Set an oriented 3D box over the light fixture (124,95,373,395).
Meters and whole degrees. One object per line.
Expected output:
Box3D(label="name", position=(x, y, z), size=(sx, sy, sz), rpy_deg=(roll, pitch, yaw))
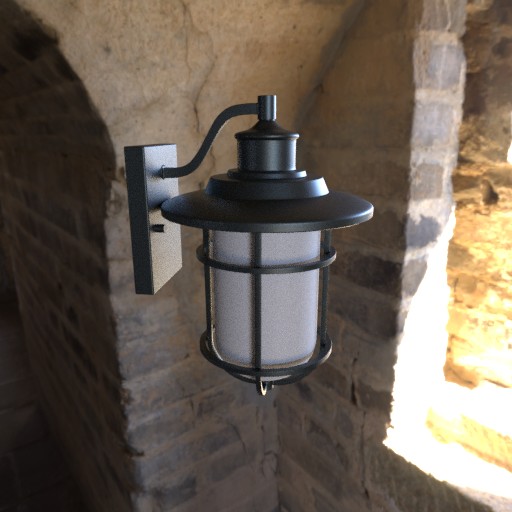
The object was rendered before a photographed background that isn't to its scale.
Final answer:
Box3D(label="light fixture", position=(0.000, 0.000, 0.506), size=(0.252, 0.345, 0.222), rpy_deg=(2, 16, 8))
